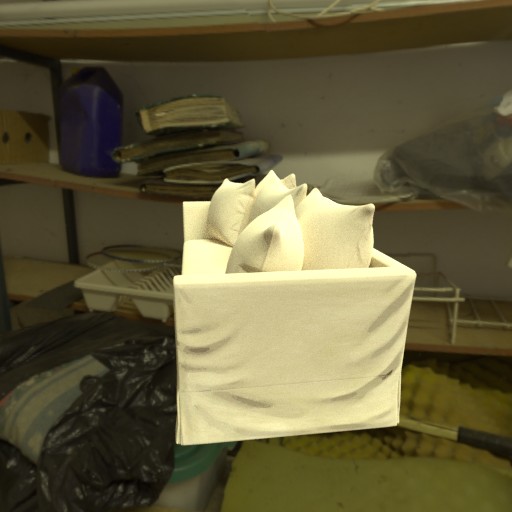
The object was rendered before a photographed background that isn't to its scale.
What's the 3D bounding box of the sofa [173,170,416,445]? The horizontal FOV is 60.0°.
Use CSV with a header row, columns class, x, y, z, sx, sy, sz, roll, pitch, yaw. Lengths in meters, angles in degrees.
class,x,y,z,sx,sy,sz,roll,pitch,yaw
sofa,0.000,0.000,2.958,1.030,1.042,2.484,-2,14,-8
